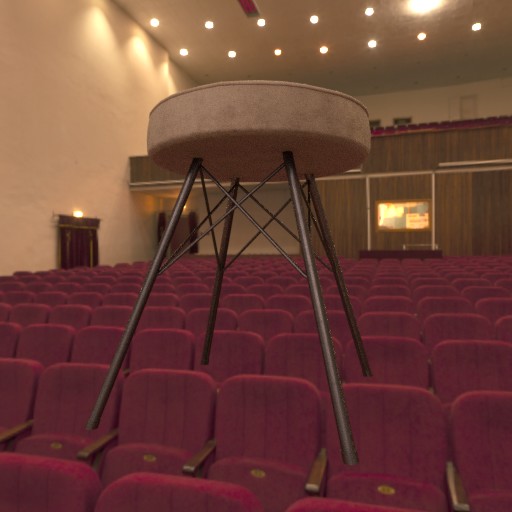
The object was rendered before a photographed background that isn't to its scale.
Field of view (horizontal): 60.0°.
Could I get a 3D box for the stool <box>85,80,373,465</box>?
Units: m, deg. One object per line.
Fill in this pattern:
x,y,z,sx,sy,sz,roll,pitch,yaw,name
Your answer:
0.000,0.000,0.842,0.423,0.538,0.457,0,0,17,stool
